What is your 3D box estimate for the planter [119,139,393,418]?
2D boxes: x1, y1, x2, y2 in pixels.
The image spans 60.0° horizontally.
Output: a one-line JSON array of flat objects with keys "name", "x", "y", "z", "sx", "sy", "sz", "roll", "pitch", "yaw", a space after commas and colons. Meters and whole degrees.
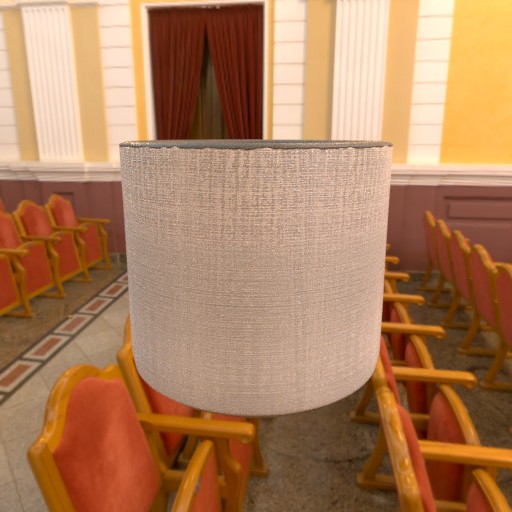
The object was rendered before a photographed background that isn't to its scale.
[{"name": "planter", "x": 0.000, "y": 0.000, "z": 0.222, "sx": 0.125, "sy": 0.112, "sz": 0.125, "roll": 0, "pitch": 15, "yaw": 0}]
